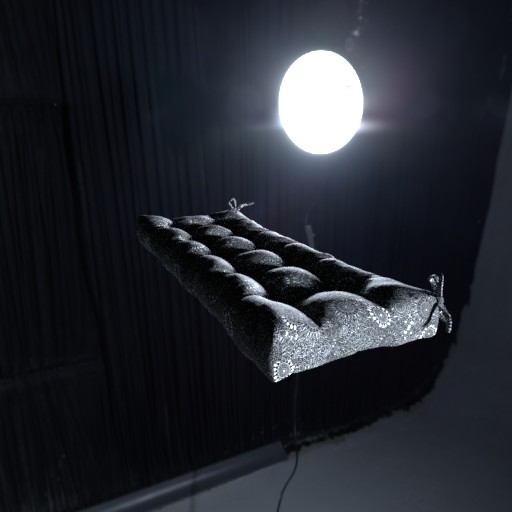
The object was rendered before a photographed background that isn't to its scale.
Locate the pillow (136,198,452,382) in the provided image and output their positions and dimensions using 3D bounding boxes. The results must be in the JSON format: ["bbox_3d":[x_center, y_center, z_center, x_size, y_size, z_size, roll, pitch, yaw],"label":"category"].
[{"bbox_3d":[0.000,0.000,1.375,0.511,0.174,1.194,-8,19,-25],"label":"pillow"}]
